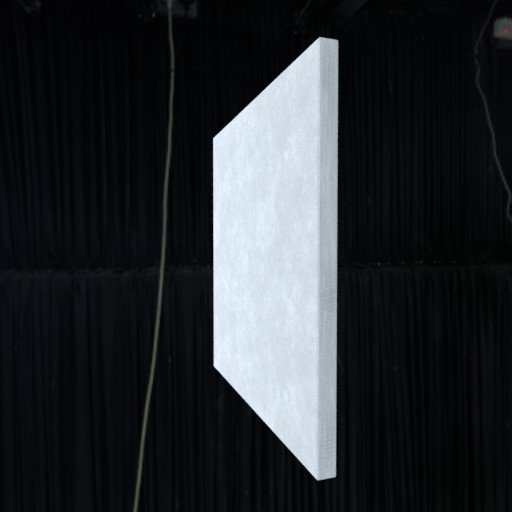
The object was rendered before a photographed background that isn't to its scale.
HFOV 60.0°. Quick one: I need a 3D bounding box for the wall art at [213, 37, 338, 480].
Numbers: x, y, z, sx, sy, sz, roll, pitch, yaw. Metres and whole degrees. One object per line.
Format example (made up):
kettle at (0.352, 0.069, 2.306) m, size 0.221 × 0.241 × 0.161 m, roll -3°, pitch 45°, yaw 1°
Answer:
wall art at (0.000, 0.000, 0.447) m, size 0.015 × 0.303 × 0.303 m, roll -1°, pitch 2°, yaw -19°
